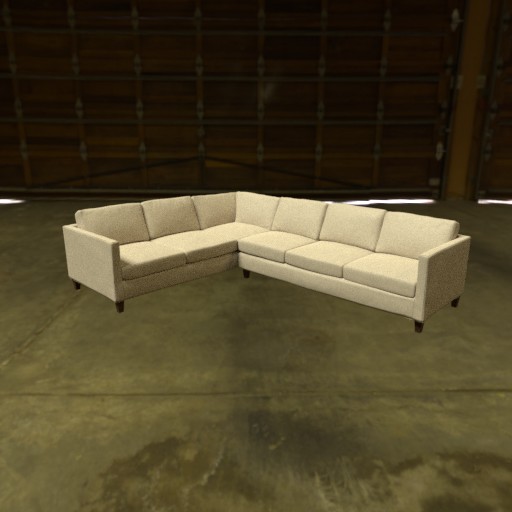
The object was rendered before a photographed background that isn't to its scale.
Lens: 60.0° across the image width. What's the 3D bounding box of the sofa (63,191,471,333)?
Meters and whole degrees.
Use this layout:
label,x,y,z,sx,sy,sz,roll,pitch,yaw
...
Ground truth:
label,x,y,z,sx,sy,sz,roll,pitch,yaw
sofa,0.000,0.000,4.352,3.182,0.863,2.432,15,21,42
